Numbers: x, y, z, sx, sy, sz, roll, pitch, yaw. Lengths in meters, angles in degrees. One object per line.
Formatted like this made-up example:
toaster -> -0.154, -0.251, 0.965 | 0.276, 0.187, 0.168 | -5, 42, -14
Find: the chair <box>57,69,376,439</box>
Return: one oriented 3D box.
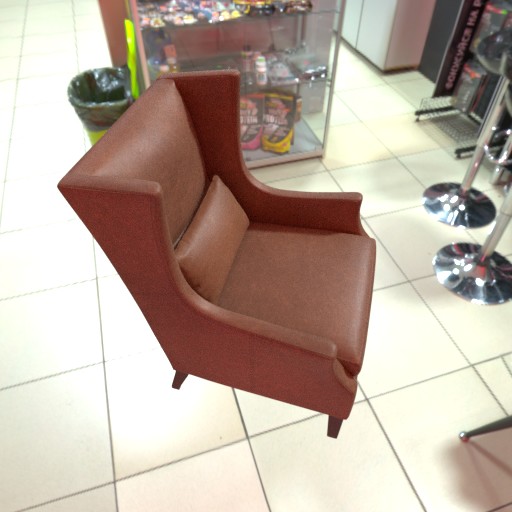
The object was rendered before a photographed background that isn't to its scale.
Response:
chair -> 0.000, 0.000, 1.681 | 0.913, 1.088, 0.815 | 11, 47, 10
